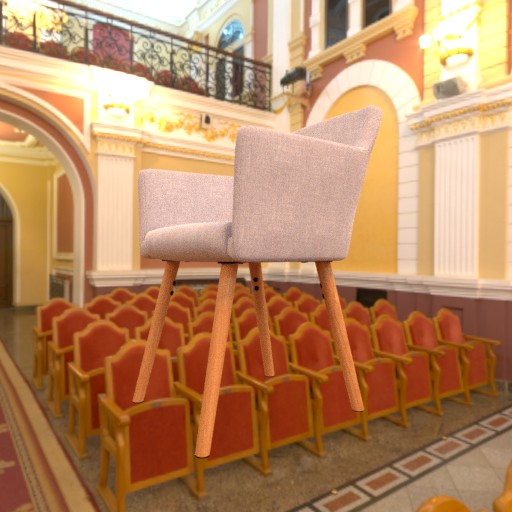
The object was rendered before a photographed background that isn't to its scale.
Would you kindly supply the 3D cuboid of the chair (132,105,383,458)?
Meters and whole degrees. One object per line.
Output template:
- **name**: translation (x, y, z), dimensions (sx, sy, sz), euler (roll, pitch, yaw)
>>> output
- **chair**: translation (0.000, 0.000, 1.169), dimensions (0.540, 0.780, 0.570), euler (0, 1, -34)
